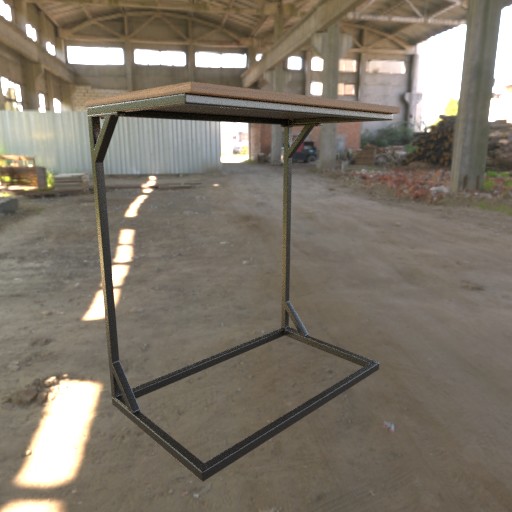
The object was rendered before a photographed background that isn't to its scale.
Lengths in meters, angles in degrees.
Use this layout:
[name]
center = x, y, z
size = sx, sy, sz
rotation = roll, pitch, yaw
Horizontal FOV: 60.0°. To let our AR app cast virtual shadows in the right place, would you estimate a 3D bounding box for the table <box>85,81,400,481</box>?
[table]
center = 0.000, 0.000, 1.032
size = 0.597, 0.673, 0.351
rotation = -13, 19, -43
